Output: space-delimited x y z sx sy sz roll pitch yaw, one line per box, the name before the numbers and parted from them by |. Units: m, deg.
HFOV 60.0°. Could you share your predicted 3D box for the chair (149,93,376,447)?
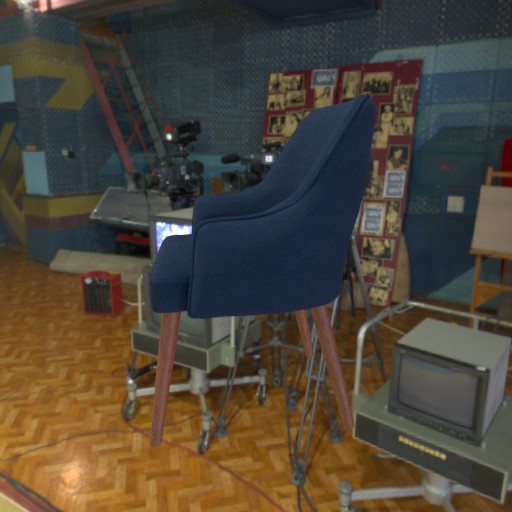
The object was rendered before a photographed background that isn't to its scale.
chair | 0.000 0.000 1.248 0.591 0.844 0.559 -2 14 -8
